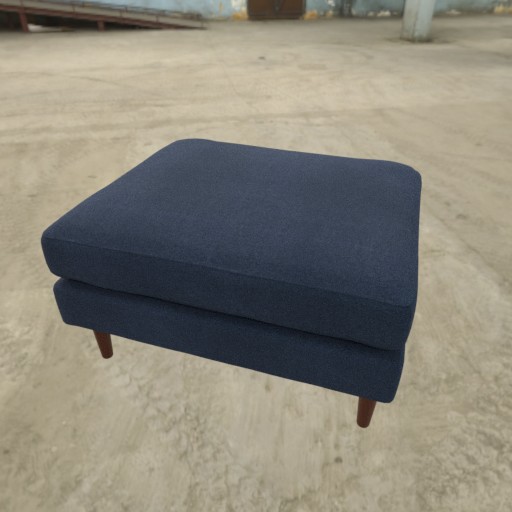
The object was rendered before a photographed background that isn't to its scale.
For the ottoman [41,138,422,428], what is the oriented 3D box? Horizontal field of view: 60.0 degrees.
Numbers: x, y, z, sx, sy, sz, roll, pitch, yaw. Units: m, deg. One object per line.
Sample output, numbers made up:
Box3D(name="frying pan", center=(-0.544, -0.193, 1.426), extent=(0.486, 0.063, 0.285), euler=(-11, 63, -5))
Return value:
Box3D(name="ottoman", center=(0.000, 0.000, 1.242), extent=(0.821, 0.474, 0.693), euler=(10, 34, 15))
